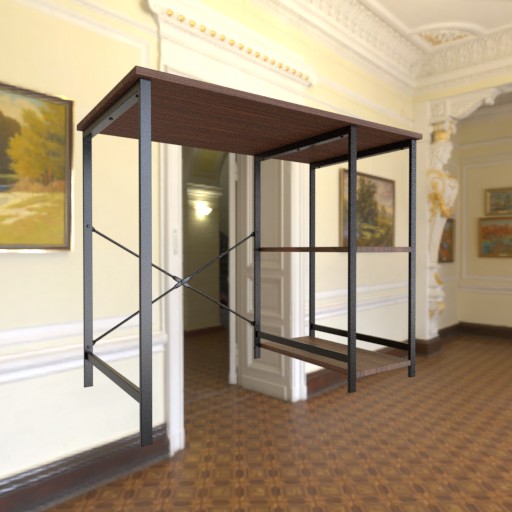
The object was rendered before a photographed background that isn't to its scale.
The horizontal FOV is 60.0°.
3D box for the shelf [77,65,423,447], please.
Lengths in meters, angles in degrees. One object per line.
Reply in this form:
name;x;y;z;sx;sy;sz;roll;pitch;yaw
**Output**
shelf;0.000;0.000;1.320;0.902;0.750;0.498;-1;1;-34
